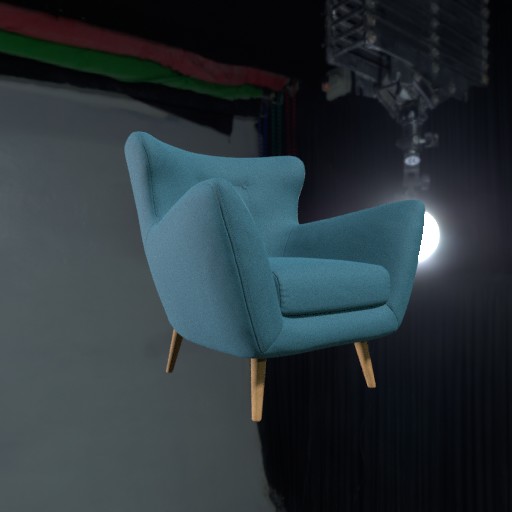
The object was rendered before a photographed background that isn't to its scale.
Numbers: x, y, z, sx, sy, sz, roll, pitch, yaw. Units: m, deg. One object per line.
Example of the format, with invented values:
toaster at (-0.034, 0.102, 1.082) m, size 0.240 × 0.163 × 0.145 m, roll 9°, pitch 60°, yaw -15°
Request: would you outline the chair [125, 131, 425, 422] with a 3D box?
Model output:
chair at (0.000, 0.000, 1.626) m, size 0.890 × 0.889 × 0.889 m, roll -1°, pitch 1°, yaw -37°
